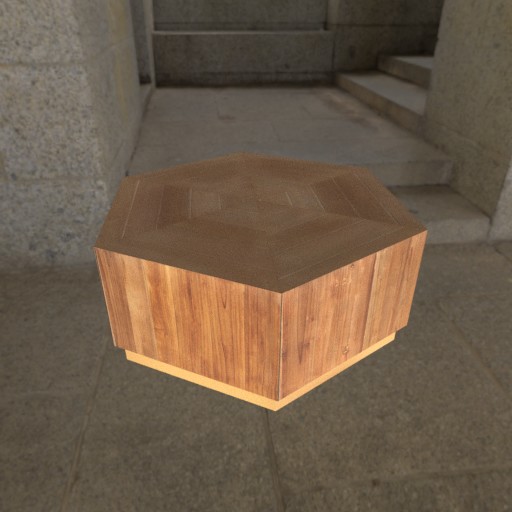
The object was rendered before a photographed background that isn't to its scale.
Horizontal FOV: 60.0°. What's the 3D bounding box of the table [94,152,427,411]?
[{"bbox_3d":[0.000,0.000,1.679,1.154,0.456,1.000,-20,36,-31],"label":"table"}]
